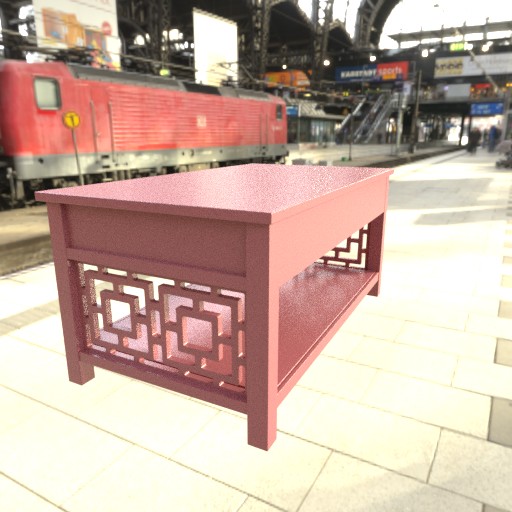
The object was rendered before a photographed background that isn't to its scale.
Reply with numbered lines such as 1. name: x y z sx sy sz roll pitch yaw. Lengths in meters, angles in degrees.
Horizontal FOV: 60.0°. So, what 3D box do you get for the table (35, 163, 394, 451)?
1. table: 0.000 0.000 1.404 0.612 0.493 1.068 8 17 26
